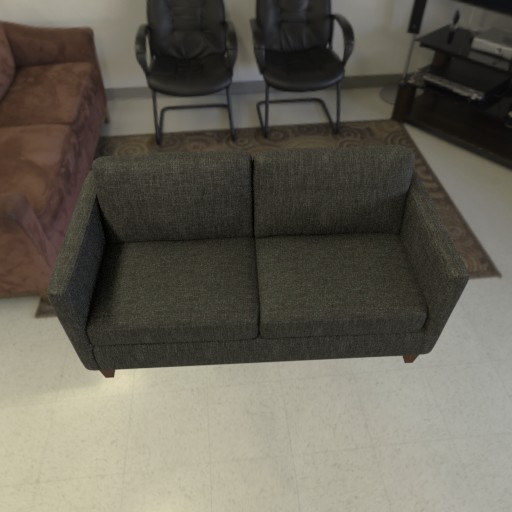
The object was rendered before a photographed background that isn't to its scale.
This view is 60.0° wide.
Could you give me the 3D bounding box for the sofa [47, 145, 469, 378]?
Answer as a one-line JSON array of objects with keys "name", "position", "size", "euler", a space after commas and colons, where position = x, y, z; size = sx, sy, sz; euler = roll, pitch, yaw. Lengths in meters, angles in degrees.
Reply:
[{"name": "sofa", "position": [0.000, 0.000, 2.425], "size": [1.884, 0.963, 0.950], "euler": [-2, 46, -2]}]
